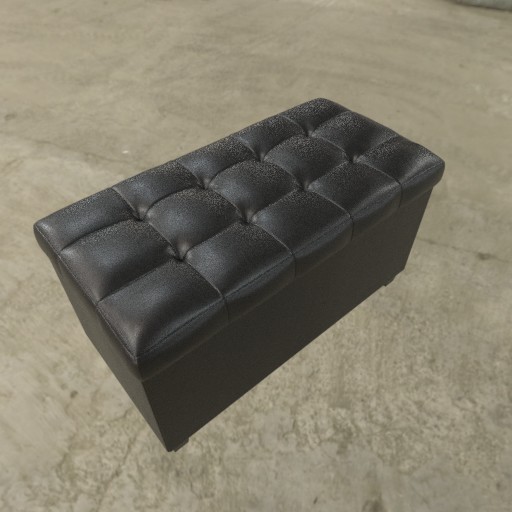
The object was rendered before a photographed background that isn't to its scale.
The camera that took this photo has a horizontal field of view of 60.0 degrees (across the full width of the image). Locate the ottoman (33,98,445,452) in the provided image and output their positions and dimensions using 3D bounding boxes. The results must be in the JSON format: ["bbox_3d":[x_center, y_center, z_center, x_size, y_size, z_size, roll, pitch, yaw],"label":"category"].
[{"bbox_3d":[0.000,0.000,1.104,0.838,0.470,0.432,-31,54,-27],"label":"ottoman"}]
